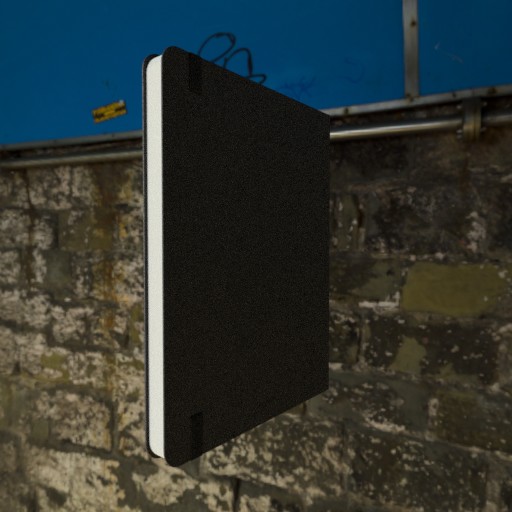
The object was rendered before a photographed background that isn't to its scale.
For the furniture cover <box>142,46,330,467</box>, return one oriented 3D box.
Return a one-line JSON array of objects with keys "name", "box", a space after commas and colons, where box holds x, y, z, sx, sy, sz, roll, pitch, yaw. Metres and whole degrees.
[{"name": "furniture cover", "box": [0.000, 0.000, 0.376, 0.023, 0.281, 0.216, 1, 2, 39]}]
